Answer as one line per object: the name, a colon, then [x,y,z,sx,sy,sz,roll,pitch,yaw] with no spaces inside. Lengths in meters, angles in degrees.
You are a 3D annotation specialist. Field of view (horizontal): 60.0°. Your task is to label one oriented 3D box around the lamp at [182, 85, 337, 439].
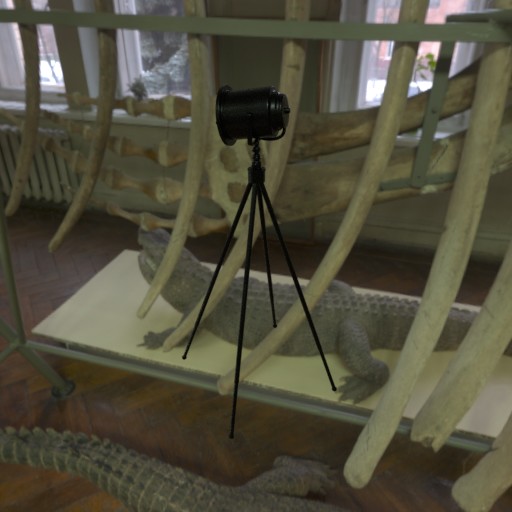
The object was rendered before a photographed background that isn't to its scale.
lamp: [0.000,0.000,2.075,0.884,1.504,0.879,8,30,14]
